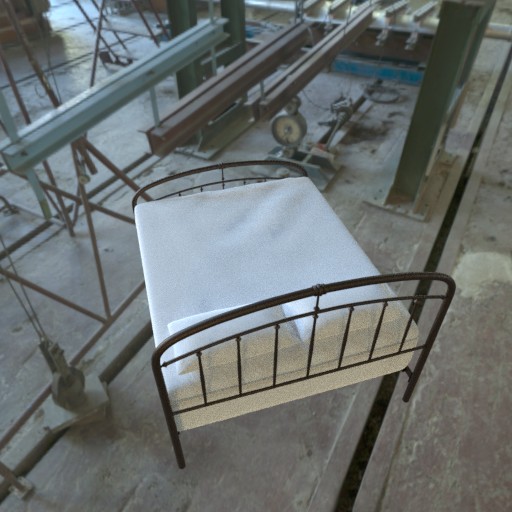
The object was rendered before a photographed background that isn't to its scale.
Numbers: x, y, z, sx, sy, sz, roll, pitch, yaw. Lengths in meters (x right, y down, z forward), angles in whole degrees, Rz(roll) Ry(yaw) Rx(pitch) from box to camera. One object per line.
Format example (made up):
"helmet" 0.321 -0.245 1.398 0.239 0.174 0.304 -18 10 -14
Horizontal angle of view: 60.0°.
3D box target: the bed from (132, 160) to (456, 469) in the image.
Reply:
"bed" 0.000 0.000 3.348 1.711 1.425 2.180 -11 43 -12
